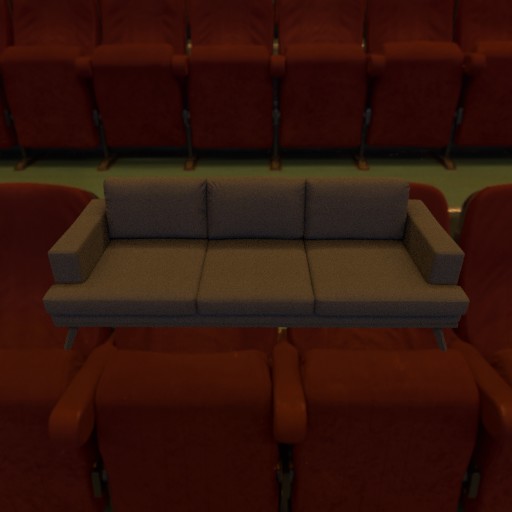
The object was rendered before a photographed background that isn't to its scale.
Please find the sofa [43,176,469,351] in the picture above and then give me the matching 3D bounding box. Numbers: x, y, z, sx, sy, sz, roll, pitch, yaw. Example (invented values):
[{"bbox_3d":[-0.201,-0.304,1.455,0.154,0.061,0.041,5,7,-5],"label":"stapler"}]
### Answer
[{"bbox_3d":[0.000,0.000,2.758,2.310,0.810,0.920,0,30,0],"label":"sofa"}]
